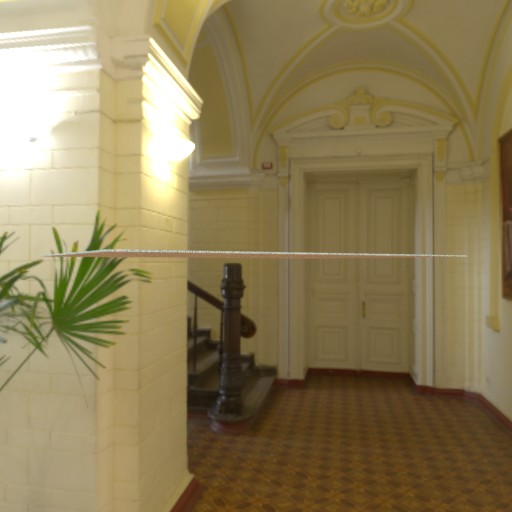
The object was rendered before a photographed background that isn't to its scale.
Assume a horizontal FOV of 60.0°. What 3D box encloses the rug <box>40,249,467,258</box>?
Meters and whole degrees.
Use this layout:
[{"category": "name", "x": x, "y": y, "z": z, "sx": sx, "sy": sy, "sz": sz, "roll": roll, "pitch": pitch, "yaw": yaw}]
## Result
[{"category": "rug", "x": 0.000, "y": 0.000, "z": 2.167, "sx": 1.752, "sy": 0.006, "sz": 1.142, "roll": 1, "pitch": -1, "yaw": -34}]
